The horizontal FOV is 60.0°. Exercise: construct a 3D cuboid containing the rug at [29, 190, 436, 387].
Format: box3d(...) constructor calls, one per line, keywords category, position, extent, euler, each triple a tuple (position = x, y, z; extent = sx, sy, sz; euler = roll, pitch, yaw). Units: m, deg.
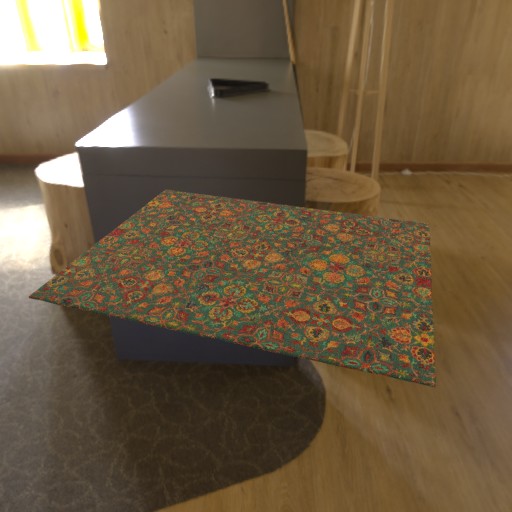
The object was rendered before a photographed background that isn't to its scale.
box3d(category="rug", position=(0.000, 0.000, 4.258), extent=(3.204, 0.025, 2.434), euler=(9, 32, 15))
